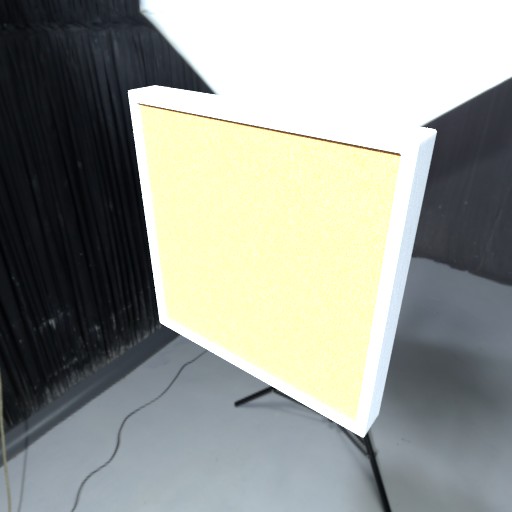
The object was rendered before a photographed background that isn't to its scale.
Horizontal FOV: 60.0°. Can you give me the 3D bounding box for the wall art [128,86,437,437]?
[{"bbox_3d":[0.000,0.000,0.467,0.305,0.305,0.038,21,36,32],"label":"wall art"}]
